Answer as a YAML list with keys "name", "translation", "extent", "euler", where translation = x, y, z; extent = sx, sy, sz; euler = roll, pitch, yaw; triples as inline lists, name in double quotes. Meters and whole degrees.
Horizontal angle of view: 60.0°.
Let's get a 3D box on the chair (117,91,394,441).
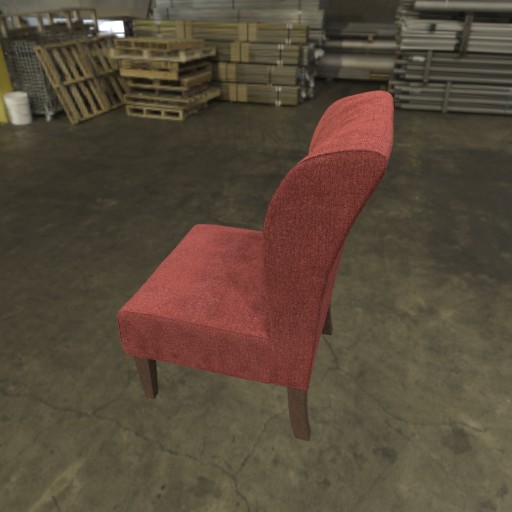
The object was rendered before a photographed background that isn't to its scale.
- name: "chair"
  translation: [0.000, 0.000, 1.265]
  extent: [0.640, 0.846, 0.538]
  euler: [9, 32, 14]
